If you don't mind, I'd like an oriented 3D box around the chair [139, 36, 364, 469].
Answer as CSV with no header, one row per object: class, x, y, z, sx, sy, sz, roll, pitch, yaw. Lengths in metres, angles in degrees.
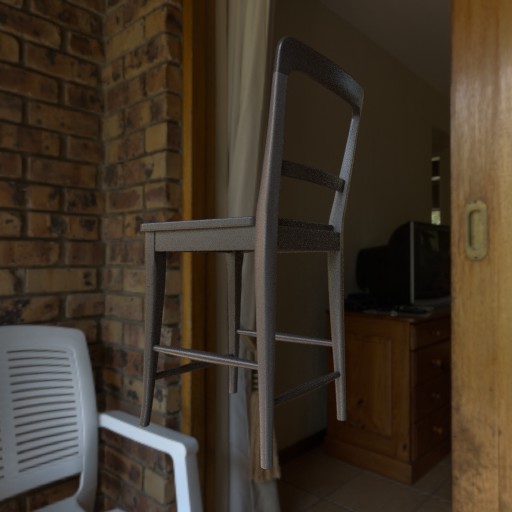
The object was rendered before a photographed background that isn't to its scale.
chair,0.000,0.000,1.300,0.546,0.991,0.450,0,-1,37
